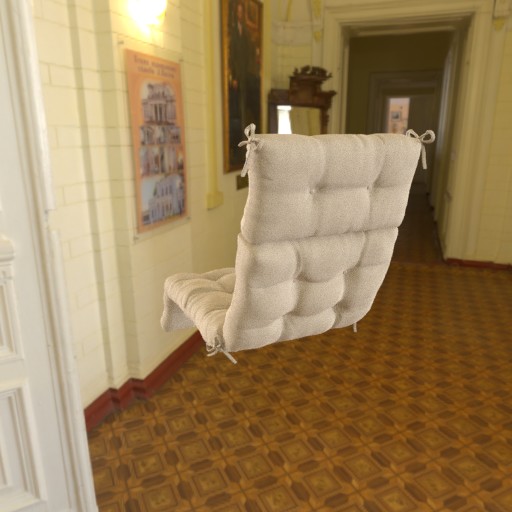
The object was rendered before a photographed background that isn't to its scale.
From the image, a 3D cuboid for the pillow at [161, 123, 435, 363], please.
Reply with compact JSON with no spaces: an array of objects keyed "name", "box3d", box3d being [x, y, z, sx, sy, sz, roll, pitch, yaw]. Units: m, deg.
[{"name":"pillow","box3d":[0.000,0.000,1.538,0.526,0.863,1.016,-7,17,-25]}]
